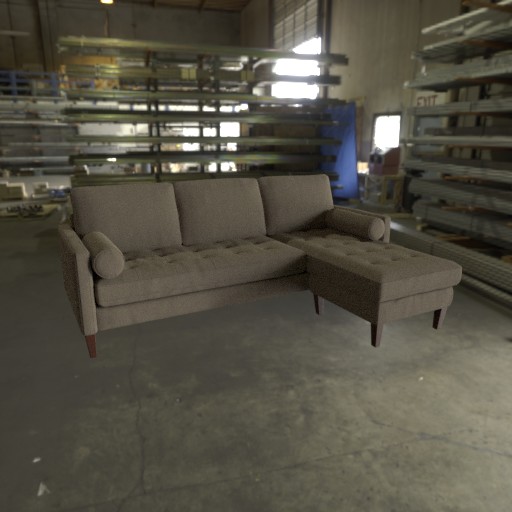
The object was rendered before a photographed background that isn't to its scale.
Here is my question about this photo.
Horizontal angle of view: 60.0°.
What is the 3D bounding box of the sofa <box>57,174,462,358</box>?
[{"bbox_3d":[0.000,0.000,2.826,2.178,0.875,1.506,-8,17,-27],"label":"sofa"}]
